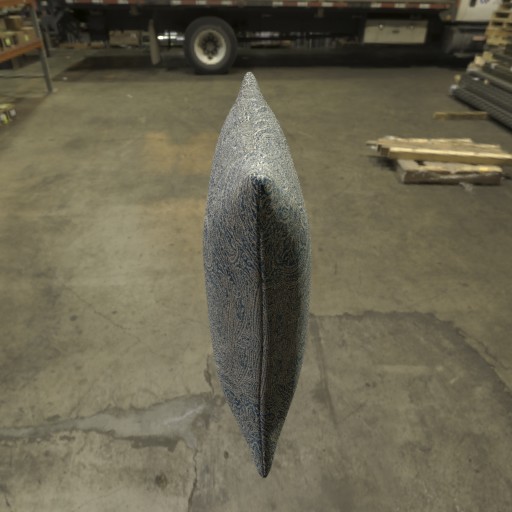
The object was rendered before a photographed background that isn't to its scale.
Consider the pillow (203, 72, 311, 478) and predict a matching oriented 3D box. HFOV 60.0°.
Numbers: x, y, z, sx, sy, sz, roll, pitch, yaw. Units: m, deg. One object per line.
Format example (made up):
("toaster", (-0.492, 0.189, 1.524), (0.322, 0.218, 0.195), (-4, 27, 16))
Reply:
("pillow", (0.000, 0.000, 0.778), (0.166, 0.510, 0.523), (-1, 33, -2))
